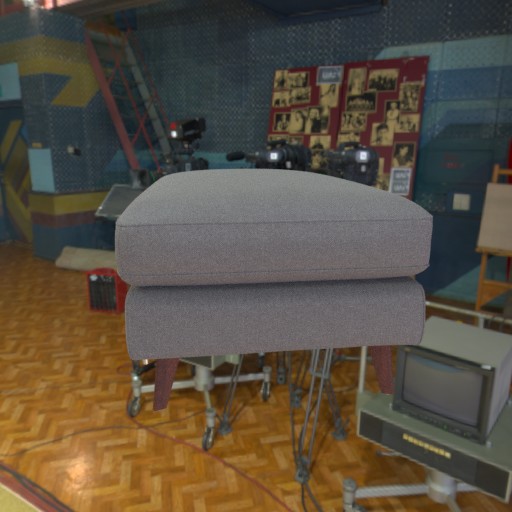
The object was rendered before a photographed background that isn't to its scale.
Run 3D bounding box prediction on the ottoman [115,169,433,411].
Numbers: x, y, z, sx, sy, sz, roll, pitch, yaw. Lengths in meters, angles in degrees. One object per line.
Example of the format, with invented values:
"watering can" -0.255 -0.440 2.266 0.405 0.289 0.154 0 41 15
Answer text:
"ottoman" 0.000 0.000 1.196 0.608 0.449 0.811 -2 14 -7
